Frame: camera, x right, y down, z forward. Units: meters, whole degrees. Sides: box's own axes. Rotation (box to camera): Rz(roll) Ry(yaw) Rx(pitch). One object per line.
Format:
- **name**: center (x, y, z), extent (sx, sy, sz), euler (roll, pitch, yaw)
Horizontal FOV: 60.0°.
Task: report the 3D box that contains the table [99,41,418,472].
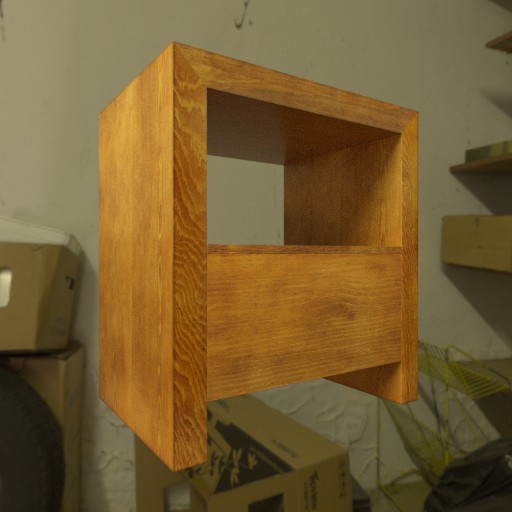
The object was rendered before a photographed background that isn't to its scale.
- **table**: center (0.000, 0.000, 0.940), extent (0.550, 0.605, 0.400), euler (0, 0, -34)
